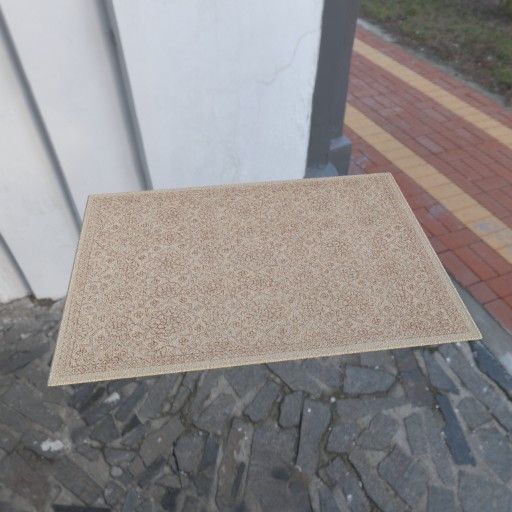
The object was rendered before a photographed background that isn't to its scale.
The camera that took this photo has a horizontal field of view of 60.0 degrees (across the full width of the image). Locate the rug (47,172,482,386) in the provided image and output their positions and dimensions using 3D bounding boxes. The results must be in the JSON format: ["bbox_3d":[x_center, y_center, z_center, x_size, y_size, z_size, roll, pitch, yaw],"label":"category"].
[{"bbox_3d":[0.000,0.000,2.257,1.829,0.010,1.219,-5,47,-5],"label":"rug"}]
